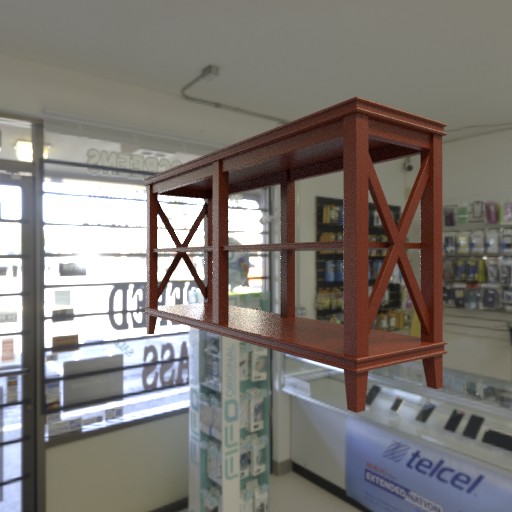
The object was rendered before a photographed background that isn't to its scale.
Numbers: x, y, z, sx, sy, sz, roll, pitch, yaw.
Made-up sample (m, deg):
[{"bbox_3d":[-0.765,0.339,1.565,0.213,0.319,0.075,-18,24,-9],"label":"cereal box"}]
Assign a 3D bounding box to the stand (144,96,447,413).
[{"bbox_3d":[0.000,0.000,1.727,0.381,0.762,1.372,0,0,-35],"label":"stand"}]
